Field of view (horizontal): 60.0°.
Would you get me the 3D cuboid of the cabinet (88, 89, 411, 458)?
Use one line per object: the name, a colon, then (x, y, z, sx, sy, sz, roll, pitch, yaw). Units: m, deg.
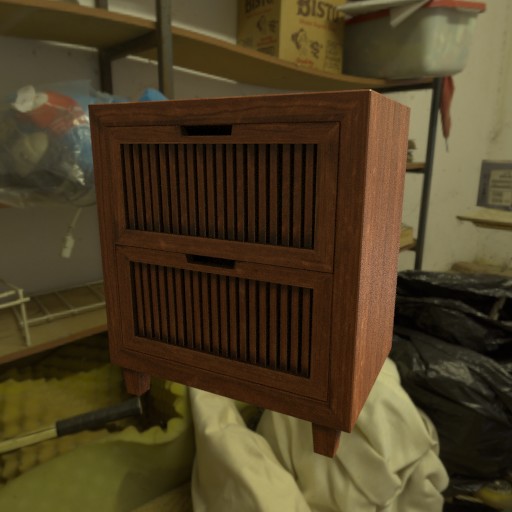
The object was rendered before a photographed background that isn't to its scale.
cabinet: (0.000, 0.000, 1.080, 0.607, 0.695, 0.410, 7, 16, 26)
